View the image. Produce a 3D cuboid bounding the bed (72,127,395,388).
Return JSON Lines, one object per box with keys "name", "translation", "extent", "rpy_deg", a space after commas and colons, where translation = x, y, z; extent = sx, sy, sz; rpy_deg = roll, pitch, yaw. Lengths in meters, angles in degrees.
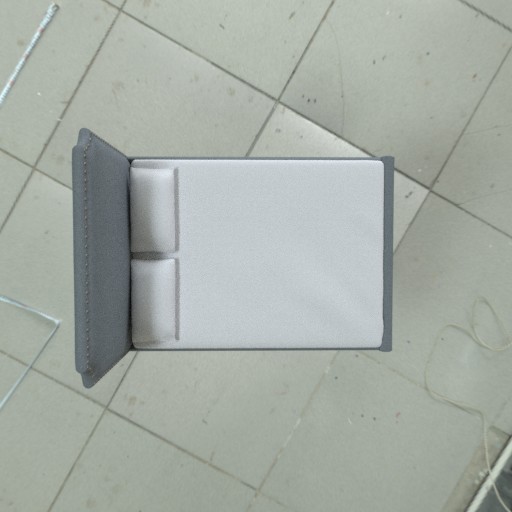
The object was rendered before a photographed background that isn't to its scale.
{"name": "bed", "translation": [0.000, 0.000, 3.511], "extent": [2.372, 1.443, 1.712], "rpy_deg": [0, 92, -1]}
